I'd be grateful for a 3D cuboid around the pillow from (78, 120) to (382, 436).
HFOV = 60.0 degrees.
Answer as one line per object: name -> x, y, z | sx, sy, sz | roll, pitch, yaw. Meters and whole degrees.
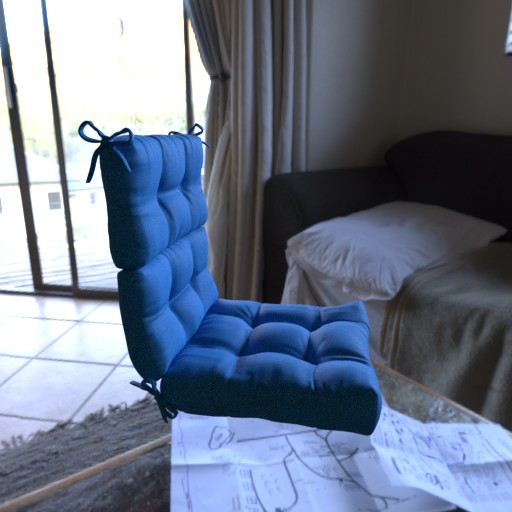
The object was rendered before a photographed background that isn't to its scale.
pillow -> 0.000, 0.000, 1.040 | 0.571, 0.605, 0.519 | 3, 16, 9
